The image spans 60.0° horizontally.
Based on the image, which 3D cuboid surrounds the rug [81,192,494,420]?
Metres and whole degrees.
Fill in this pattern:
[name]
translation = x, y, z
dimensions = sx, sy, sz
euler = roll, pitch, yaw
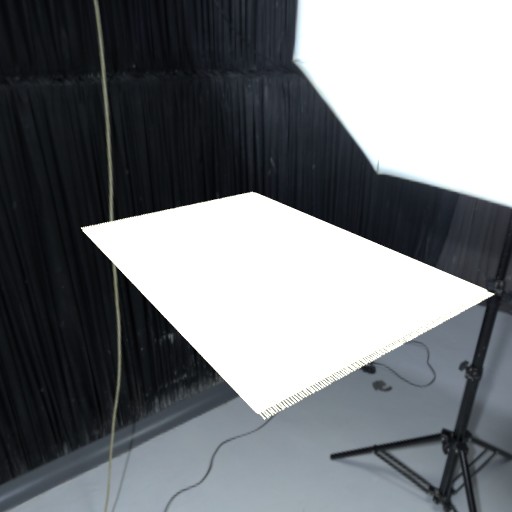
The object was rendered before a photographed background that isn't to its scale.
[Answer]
[rug]
translation = 0.000, 0.000, 2.771
dimensions = 1.514, 0.011, 2.233
euler = -17, 30, -32
